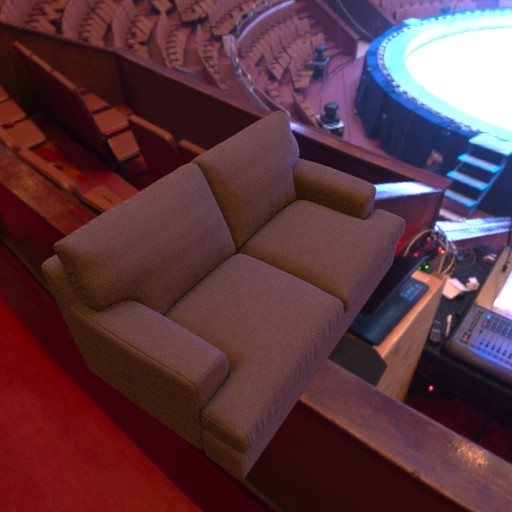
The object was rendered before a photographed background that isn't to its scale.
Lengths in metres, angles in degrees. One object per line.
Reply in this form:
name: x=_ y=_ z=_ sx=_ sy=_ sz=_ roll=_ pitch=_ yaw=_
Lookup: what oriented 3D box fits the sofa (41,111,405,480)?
sofa: x=0.000 y=0.000 z=2.493 sx=1.140 sy=0.950 sz=1.869 roll=24 pitch=46 yaw=26
